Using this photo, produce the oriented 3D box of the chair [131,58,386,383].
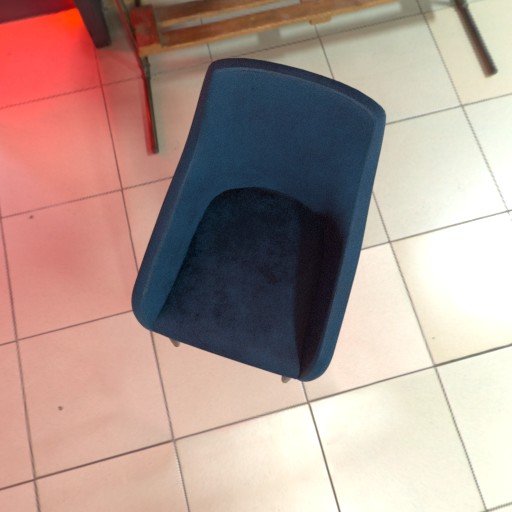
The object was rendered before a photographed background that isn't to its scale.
[{"bbox_3d":[0.000,0.000,1.590,0.683,1.081,0.794,17,77,4],"label":"chair"}]
